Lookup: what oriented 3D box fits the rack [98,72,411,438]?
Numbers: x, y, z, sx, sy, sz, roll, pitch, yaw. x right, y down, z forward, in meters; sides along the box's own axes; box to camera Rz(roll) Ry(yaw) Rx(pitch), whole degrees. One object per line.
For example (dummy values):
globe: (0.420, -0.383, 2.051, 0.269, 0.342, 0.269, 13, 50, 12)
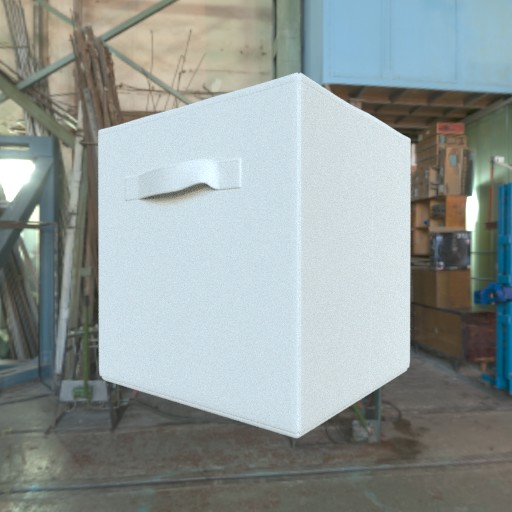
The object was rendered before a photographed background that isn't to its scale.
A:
rack: (0.000, 0.000, 0.508, 0.270, 0.280, 0.270, 0, 1, 38)
